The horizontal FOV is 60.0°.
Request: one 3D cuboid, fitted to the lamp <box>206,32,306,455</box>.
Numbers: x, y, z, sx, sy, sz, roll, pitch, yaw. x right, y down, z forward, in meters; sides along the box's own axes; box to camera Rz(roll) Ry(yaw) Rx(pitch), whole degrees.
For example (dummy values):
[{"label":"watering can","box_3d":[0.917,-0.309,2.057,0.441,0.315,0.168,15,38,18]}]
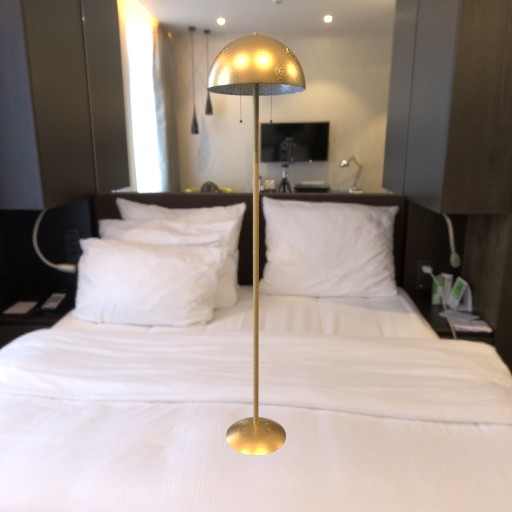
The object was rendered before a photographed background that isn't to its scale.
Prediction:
[{"label":"lamp","box_3d":[0.000,0.000,1.605,0.328,1.480,0.328,-7,15,-26]}]
